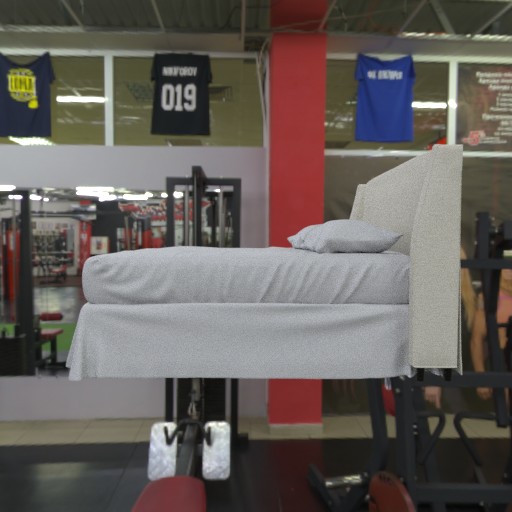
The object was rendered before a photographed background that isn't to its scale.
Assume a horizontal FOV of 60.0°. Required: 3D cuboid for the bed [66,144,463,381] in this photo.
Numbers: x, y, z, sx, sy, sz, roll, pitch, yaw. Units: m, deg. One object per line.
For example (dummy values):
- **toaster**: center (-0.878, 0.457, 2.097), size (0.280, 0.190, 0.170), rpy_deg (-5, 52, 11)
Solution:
- **bed**: center (0.000, 0.000, 3.362), size (2.276, 1.332, 1.925), rpy_deg (0, 2, 0)
